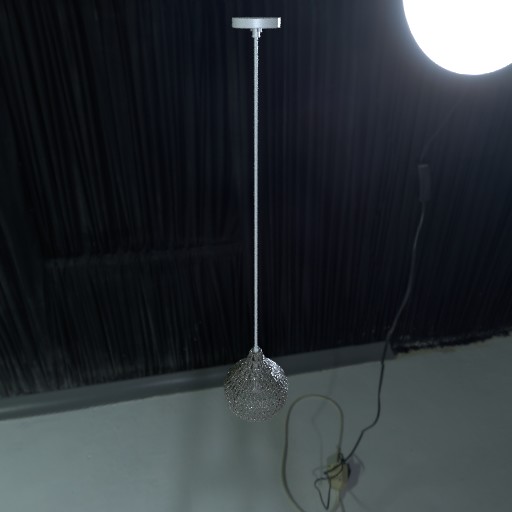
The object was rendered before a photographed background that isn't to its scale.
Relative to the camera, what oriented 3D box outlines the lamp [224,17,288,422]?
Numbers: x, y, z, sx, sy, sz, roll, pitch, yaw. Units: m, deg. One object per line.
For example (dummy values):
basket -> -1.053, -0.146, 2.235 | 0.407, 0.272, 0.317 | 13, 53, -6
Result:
lamp -> 0.000, 0.000, 2.027 | 0.355, 1.919, 0.355 | -8, 31, -14
